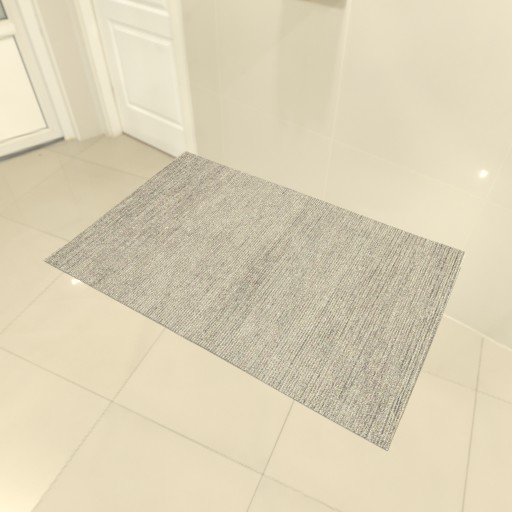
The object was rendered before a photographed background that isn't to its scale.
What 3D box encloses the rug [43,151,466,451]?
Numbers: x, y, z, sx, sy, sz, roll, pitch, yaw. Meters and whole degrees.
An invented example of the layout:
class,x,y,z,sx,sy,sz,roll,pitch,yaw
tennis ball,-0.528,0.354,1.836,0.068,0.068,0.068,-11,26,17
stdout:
class,x,y,z,sx,sy,sz,roll,pitch,yaw
rug,0.000,0.000,2.233,1.804,0.022,1.162,24,50,21
